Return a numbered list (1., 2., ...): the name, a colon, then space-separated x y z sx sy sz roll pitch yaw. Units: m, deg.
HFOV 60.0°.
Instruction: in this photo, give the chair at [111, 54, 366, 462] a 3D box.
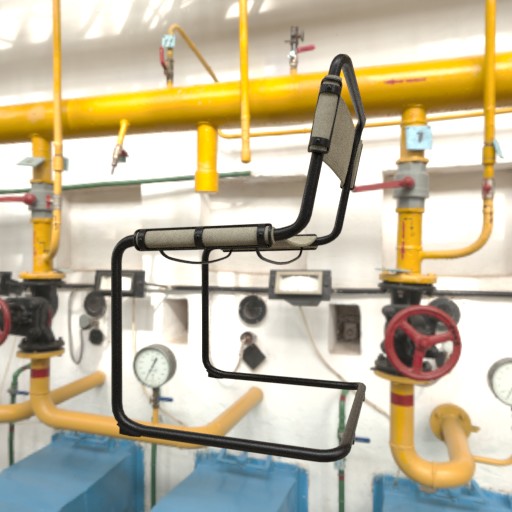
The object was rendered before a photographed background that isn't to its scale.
1. chair: 0.000 0.000 1.078 0.497 0.747 0.499 0 0 18
